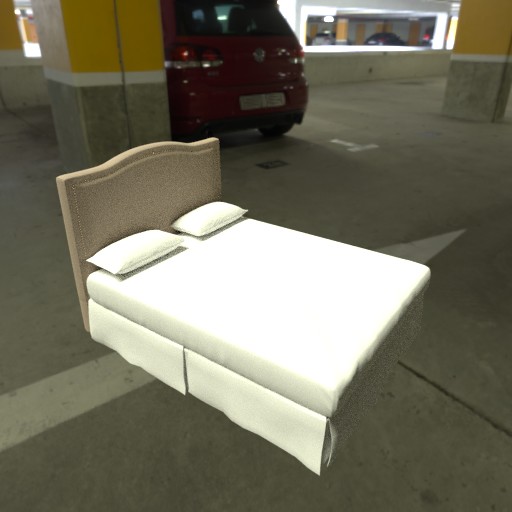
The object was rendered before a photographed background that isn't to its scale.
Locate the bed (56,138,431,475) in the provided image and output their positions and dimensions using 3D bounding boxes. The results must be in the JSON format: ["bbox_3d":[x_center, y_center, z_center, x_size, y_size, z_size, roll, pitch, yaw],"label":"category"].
[{"bbox_3d":[0.000,0.000,3.423,2.282,1.436,1.821,18,31,31],"label":"bed"}]
